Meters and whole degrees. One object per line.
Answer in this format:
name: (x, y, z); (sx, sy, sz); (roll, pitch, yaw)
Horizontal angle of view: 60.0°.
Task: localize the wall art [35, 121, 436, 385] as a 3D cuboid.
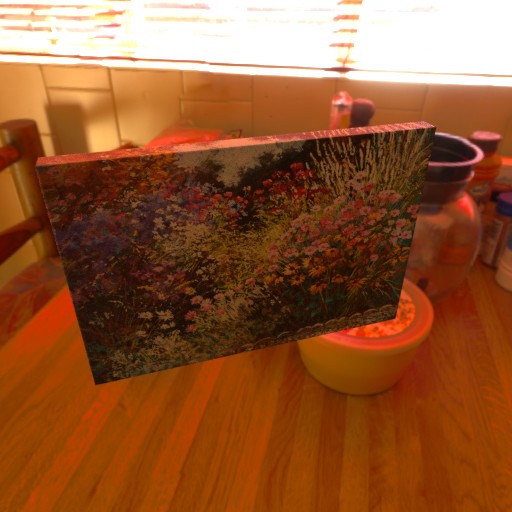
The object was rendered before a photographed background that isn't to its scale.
wall art: (0.000, 0.000, 0.772); (0.610, 0.406, 0.037); (-9, 33, -15)
